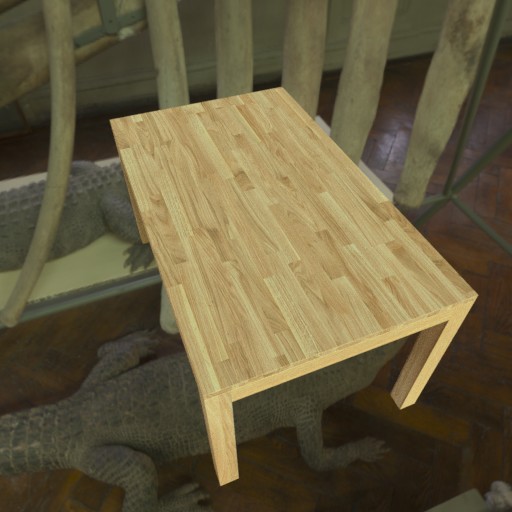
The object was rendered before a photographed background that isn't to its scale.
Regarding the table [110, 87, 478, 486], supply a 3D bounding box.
[{"bbox_3d":[0.000,0.000,2.030,0.900,0.770,1.500,-16,49,-15],"label":"table"}]
